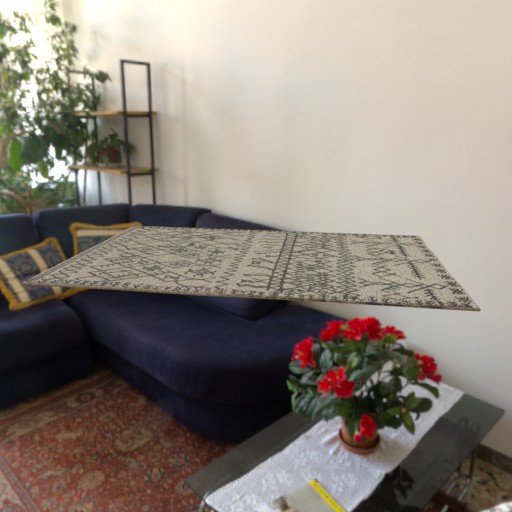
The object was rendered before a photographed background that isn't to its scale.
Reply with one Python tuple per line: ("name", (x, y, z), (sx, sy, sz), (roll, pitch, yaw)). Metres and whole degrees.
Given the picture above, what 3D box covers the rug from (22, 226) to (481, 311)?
("rug", (0.000, 0.000, 4.767), (3.824, 0.019, 2.393), (3, 16, 9))
